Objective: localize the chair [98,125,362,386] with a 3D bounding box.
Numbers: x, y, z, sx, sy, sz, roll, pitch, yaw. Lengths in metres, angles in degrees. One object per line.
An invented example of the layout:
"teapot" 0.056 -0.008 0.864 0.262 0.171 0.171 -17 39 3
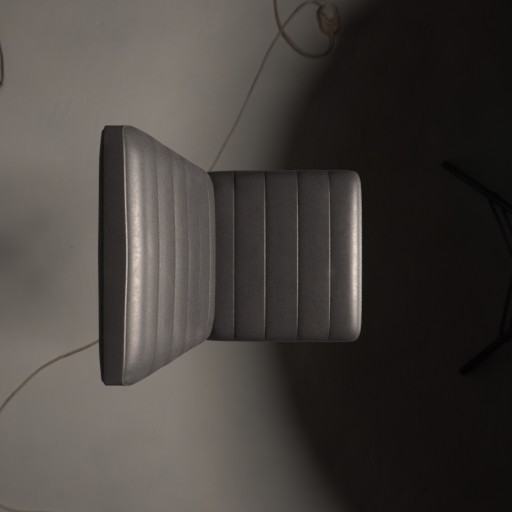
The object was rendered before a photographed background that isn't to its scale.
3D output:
"chair" 0.000 0.000 1.305 0.634 0.930 0.520 0 90 -1
